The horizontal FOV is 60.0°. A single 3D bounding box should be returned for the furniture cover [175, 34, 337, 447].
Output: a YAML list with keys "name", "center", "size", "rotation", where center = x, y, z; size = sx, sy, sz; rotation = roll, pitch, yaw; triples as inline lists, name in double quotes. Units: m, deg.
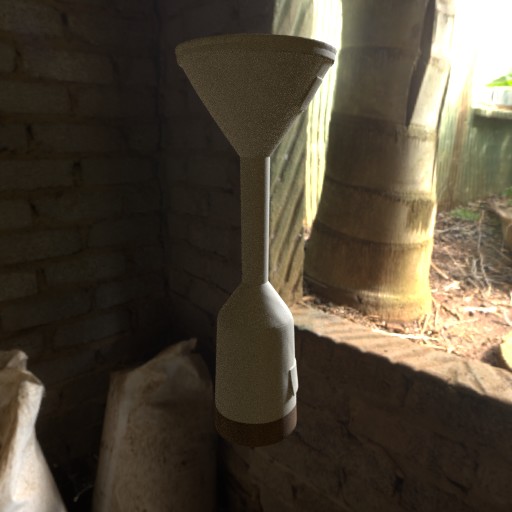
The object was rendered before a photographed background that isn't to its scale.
- name: "furniture cover"
  center: [0.000, 0.000, 2.833]
  size: [0.914, 2.413, 0.914]
  rotation: [2, 15, 9]
